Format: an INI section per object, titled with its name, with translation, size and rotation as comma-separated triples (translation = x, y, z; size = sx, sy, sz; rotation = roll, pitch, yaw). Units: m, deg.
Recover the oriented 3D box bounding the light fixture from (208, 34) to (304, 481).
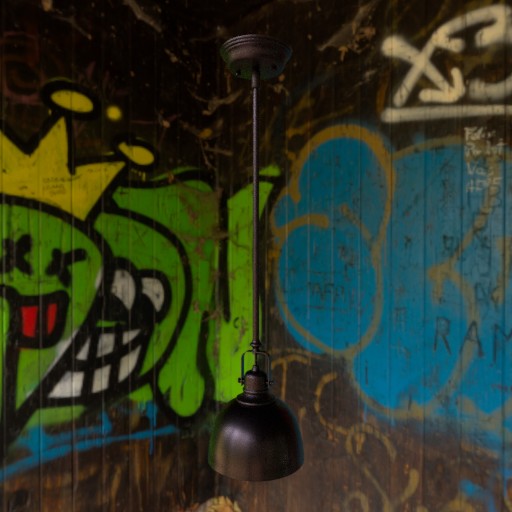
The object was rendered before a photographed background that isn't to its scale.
[light fixture]
translation = 0.000, 0.000, 0.838
size = 0.182, 0.768, 0.182
rotation = 0, 0, 18
